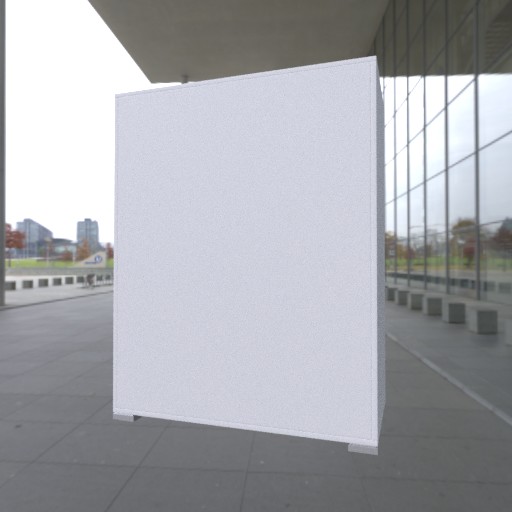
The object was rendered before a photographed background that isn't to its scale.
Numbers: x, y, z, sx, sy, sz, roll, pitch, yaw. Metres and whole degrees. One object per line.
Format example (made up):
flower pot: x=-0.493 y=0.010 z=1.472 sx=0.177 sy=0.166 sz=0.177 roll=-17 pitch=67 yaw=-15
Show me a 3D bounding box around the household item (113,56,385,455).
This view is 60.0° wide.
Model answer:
household item: x=0.000 y=0.000 z=1.446 sx=0.790 sy=1.010 sz=0.420 roll=0 pitch=-1 yaw=19
